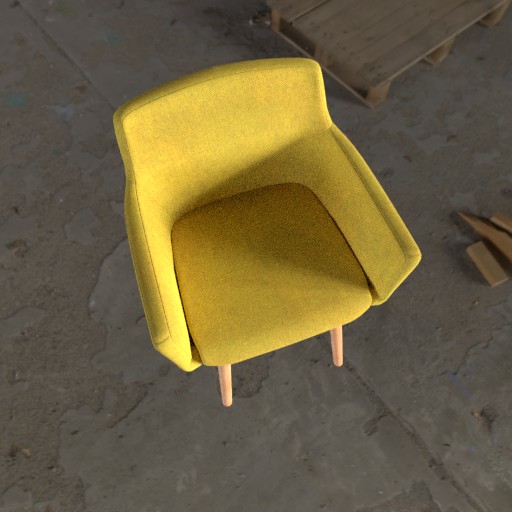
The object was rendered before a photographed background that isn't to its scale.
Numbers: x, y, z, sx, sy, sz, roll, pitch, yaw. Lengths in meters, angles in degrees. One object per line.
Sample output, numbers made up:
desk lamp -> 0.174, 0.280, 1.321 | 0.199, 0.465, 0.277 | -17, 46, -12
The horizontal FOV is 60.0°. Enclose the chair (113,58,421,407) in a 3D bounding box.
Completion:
chair -> 0.000, 0.000, 1.178 | 0.570, 0.780, 0.570 | -18, 65, -9
